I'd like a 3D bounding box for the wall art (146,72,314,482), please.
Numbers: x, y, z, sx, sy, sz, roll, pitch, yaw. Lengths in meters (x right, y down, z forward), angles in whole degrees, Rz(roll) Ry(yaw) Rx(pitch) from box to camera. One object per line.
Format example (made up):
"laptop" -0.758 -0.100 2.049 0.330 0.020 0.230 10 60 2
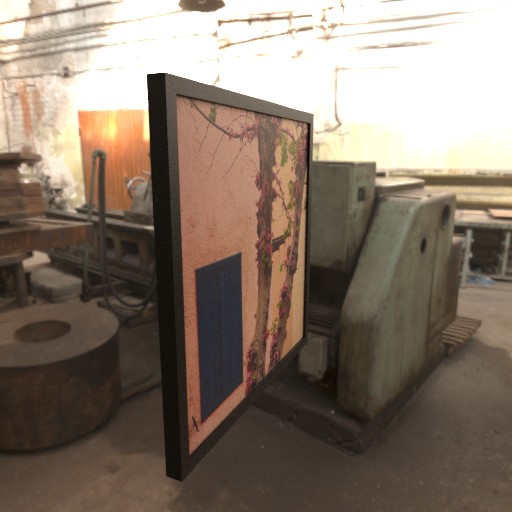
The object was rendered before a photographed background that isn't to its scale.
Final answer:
"wall art" 0.000 0.000 1.139 0.038 0.762 0.762 6 14 25
